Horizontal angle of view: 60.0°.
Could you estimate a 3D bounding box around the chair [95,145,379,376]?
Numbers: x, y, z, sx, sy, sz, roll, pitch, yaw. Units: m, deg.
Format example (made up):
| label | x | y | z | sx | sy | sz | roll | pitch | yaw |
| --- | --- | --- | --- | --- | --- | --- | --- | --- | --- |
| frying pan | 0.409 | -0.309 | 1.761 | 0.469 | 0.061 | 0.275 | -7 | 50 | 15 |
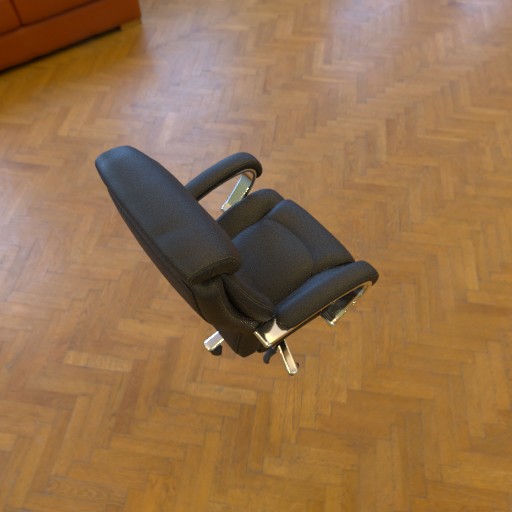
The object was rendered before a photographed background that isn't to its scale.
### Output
| label | x | y | z | sx | sy | sz | roll | pitch | yaw |
| --- | --- | --- | --- | --- | --- | --- | --- | --- | --- |
| chair | 0.000 | 0.000 | 1.716 | 0.790 | 1.183 | 0.755 | -34 | 64 | -19 |
